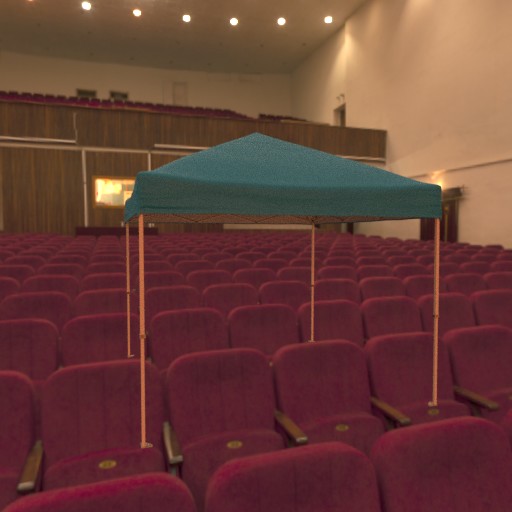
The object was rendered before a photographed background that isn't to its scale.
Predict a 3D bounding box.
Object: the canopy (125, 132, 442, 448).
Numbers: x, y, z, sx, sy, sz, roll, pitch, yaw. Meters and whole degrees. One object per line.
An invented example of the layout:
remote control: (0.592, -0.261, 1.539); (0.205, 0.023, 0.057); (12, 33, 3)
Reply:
canopy: (0.000, 0.000, 5.442); (2.998, 2.997, 2.996); (-1, 3, -18)
